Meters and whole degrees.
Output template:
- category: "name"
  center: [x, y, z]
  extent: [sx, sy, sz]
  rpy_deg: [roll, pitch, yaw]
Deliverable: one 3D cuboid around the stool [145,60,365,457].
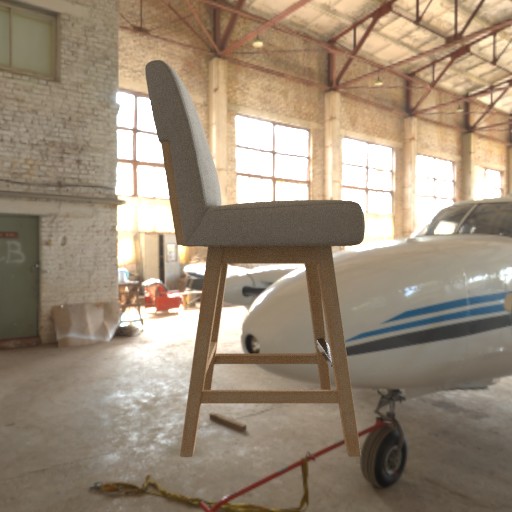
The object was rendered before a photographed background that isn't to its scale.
- category: "stool"
  center: [0.000, 0.000, 1.428]
  extent: [0.606, 1.085, 0.507]
  rpy_deg: [0, 1, 0]
